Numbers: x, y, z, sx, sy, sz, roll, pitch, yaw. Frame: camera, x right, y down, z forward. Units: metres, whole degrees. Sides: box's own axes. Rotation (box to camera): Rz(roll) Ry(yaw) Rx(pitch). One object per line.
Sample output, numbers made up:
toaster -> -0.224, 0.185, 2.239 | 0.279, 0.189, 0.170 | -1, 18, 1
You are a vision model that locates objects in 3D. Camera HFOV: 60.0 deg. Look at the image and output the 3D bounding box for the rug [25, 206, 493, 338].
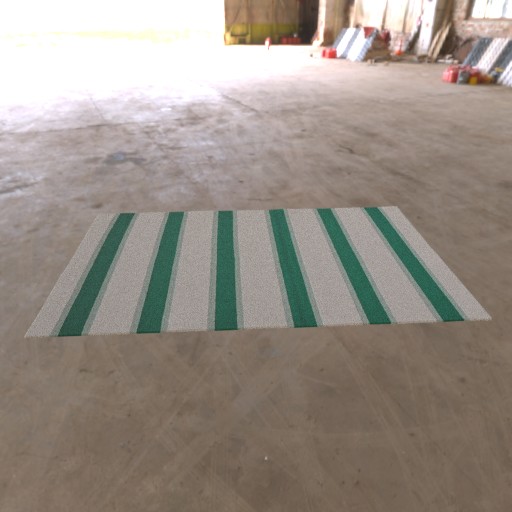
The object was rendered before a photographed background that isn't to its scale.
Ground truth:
rug -> 0.000, 0.000, 2.954 | 2.436, 0.015, 1.521 | -2, 30, -3
